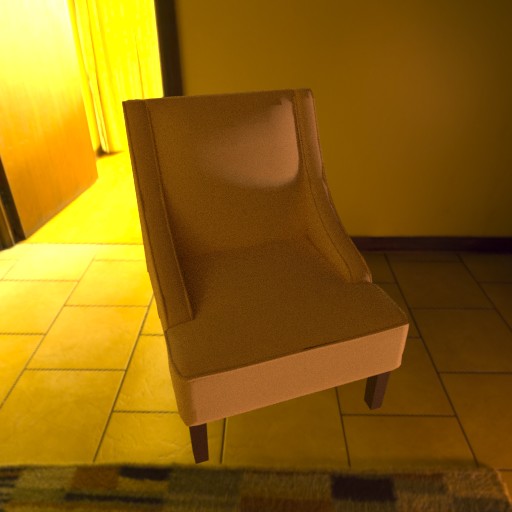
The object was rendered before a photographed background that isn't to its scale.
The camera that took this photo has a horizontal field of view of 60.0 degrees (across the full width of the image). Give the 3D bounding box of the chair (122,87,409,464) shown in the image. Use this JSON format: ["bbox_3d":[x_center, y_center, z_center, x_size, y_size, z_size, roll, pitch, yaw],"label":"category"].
[{"bbox_3d":[0.000,0.000,1.459,0.689,0.886,0.806,-10,33,-16],"label":"chair"}]
